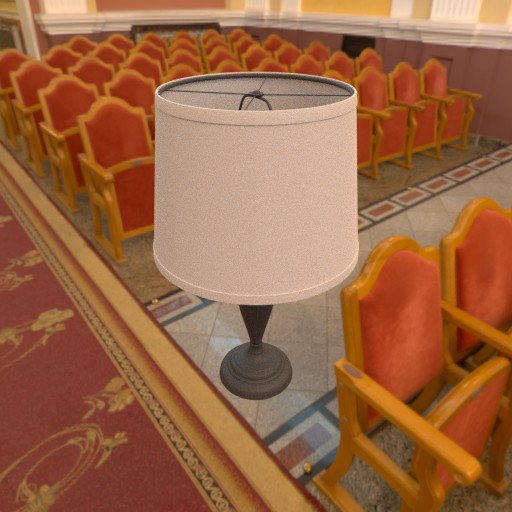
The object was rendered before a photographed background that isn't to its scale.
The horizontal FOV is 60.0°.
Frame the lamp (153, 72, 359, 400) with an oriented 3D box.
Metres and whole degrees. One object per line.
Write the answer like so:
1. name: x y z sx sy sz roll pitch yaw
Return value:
1. lamp: 0.000 0.000 0.694 0.310 0.501 0.310 0 31 0
